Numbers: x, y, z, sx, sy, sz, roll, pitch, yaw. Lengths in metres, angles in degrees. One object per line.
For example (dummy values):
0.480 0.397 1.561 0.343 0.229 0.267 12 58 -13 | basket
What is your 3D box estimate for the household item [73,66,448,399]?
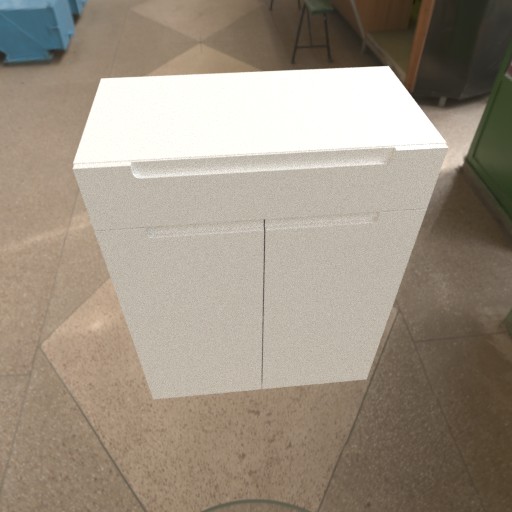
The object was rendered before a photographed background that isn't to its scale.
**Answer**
0.000 0.000 1.426 0.790 1.010 0.420 -4 46 -4 | household item
